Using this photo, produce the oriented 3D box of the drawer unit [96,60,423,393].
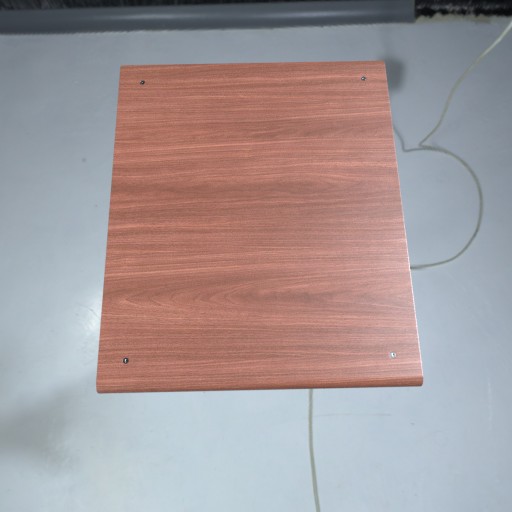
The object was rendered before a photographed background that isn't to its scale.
[{"bbox_3d":[0.000,0.000,0.608,0.290,0.351,0.349,-1,74,0],"label":"drawer unit"}]
